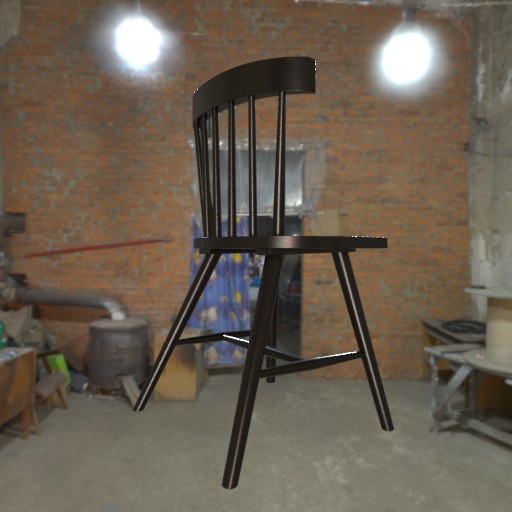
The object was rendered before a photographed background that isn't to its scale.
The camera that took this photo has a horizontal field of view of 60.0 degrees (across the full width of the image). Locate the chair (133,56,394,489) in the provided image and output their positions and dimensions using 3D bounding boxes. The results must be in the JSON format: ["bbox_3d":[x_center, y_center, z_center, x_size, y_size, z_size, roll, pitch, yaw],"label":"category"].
[{"bbox_3d":[0.000,0.000,1.142,0.483,0.844,0.506,0,1,-35],"label":"chair"}]
